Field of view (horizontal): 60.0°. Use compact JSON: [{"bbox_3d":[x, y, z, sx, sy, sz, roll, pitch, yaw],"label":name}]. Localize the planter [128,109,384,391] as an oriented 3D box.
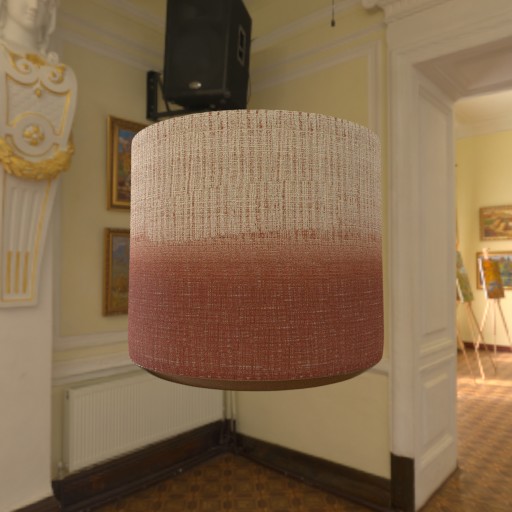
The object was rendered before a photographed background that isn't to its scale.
[{"bbox_3d":[0.000,0.000,0.459,0.254,0.221,0.254,0,-1,0],"label":"planter"}]
